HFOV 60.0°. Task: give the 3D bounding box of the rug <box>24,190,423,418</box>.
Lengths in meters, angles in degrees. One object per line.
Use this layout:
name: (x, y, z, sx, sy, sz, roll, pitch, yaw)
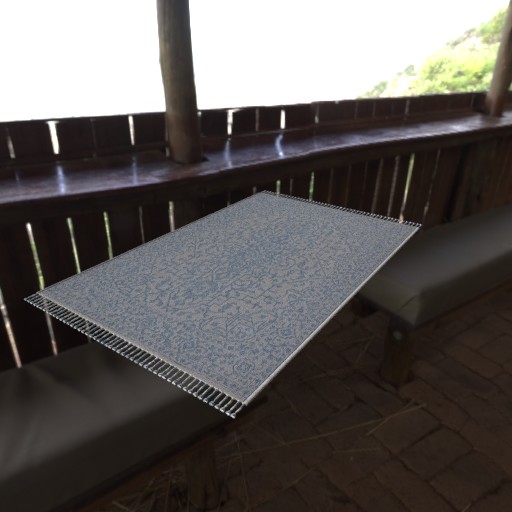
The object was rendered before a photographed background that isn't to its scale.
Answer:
rug: (0.000, 0.000, 3.025, 1.524, 0.010, 2.438, 17, 31, 31)
